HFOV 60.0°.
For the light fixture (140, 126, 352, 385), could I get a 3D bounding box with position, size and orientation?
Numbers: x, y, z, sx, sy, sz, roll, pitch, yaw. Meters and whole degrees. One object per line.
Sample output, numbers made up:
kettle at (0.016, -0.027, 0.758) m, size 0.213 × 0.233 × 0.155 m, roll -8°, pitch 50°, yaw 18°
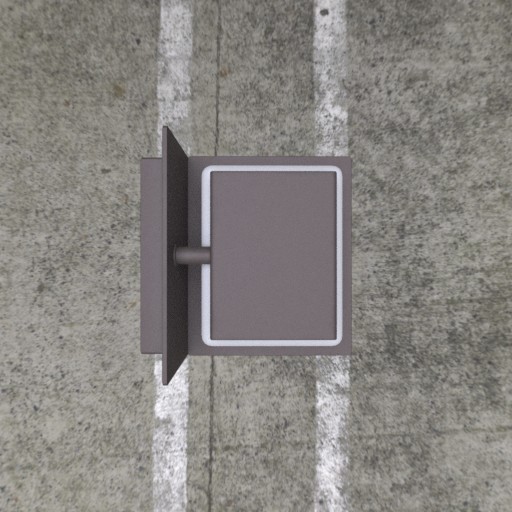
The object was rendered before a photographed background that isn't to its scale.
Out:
light fixture at (0.000, 0.000, 0.433) m, size 0.146 × 0.347 × 0.153 m, roll 0°, pitch 90°, yaw 0°
